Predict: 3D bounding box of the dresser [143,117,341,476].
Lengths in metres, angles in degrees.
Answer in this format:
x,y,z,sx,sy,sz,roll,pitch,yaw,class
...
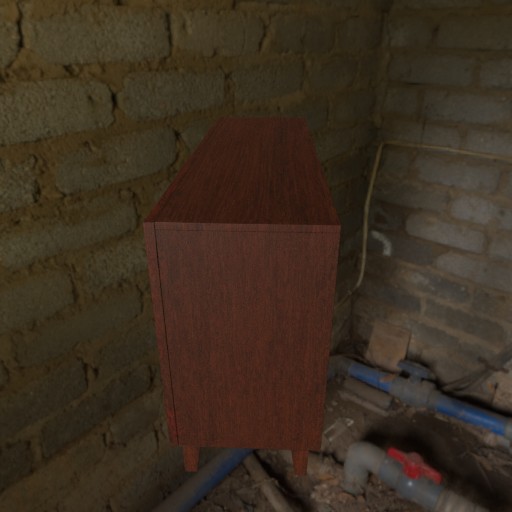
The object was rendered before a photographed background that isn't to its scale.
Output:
x,y,z,sx,sy,sz,roll,pitch,yaw,class
0.000,0.000,2.023,0.499,0.971,1.609,1,26,2,dresser
